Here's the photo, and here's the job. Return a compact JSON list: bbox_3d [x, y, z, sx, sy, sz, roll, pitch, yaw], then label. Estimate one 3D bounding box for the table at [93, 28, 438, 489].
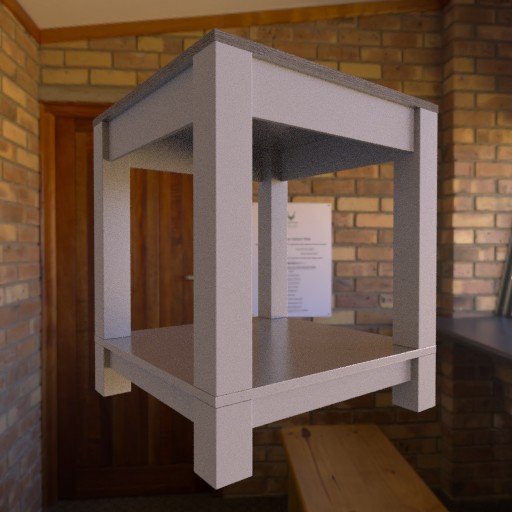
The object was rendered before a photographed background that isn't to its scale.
[{"bbox_3d":[0.000,0.000,0.916,0.506,0.587,0.504,-1,1,-37],"label":"table"}]
